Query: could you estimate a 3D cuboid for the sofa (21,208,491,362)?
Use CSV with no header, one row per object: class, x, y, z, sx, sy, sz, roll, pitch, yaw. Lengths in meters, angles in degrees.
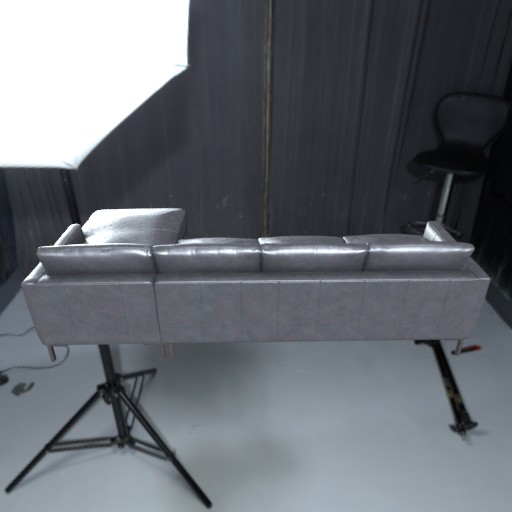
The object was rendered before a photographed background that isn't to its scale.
sofa,0.000,0.000,3.529,2.993,0.859,1.471,-1,29,-1
